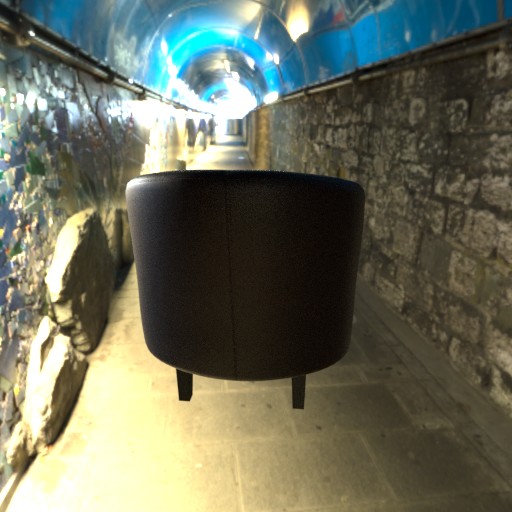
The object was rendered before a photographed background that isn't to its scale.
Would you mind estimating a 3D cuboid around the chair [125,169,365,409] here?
[{"bbox_3d":[0.000,0.000,1.703,0.737,0.755,1.176,2,17,6],"label":"chair"}]
